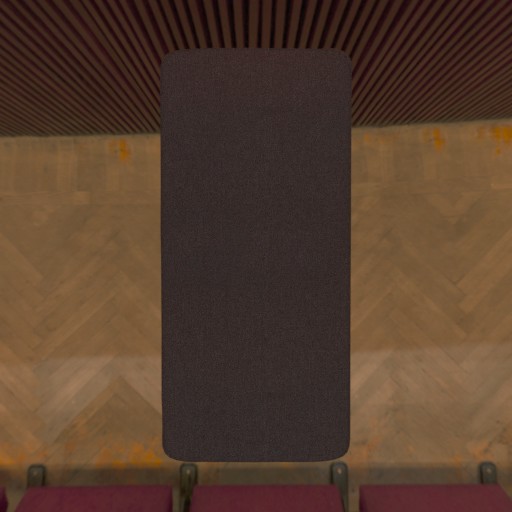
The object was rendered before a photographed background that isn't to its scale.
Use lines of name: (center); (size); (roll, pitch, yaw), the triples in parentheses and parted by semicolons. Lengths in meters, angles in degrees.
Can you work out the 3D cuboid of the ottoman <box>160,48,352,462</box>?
ottoman: (0.000, 0.000, 1.372); (0.515, 0.460, 1.110); (0, 91, 0)
